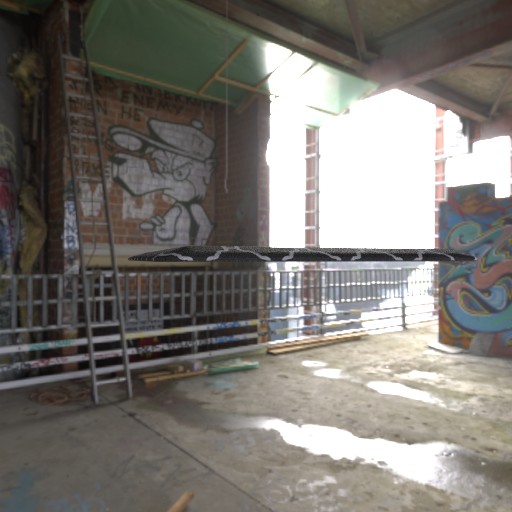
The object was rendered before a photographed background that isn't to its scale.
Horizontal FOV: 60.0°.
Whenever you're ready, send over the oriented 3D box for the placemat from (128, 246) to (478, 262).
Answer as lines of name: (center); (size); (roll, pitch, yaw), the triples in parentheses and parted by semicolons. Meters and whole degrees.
placemat: (0.000, 0.000, 0.968); (0.508, 0.021, 0.762); (0, 0, -19)
